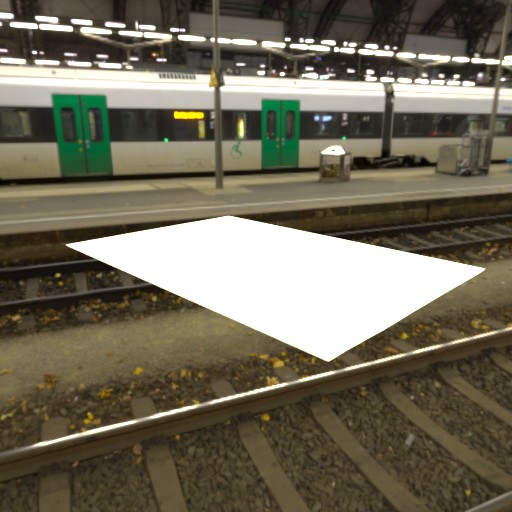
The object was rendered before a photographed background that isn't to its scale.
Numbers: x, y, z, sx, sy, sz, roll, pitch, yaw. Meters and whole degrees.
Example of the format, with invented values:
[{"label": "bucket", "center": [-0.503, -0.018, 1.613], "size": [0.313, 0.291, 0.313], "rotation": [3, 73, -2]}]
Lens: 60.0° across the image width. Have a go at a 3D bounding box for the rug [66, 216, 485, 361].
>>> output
[{"label": "rug", "center": [0.000, 0.000, 2.313], "size": [1.234, 0.006, 1.850], "rotation": [-15, 22, -42]}]
